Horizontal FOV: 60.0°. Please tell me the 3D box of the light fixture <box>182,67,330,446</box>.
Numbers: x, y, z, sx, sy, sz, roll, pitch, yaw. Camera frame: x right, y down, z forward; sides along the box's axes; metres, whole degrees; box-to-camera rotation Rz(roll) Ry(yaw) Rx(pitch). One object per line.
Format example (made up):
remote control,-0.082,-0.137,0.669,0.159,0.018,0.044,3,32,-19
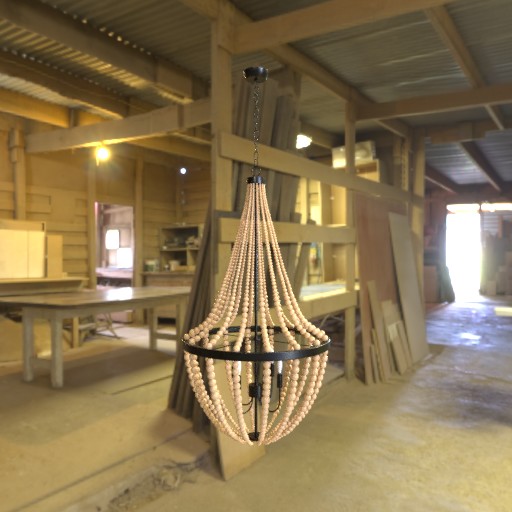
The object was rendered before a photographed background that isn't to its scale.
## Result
light fixture,0.000,0.000,1.366,0.450,1.133,0.450,0,0,0
